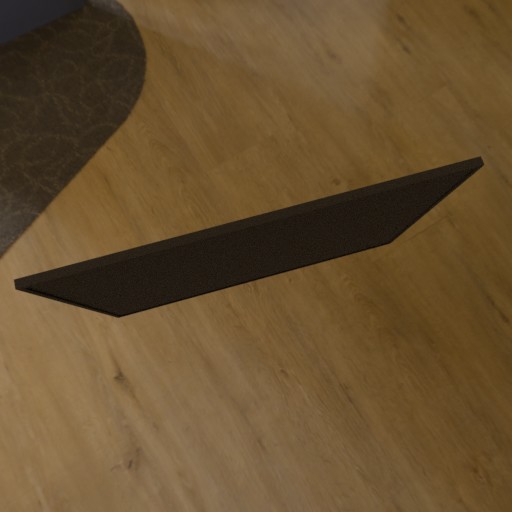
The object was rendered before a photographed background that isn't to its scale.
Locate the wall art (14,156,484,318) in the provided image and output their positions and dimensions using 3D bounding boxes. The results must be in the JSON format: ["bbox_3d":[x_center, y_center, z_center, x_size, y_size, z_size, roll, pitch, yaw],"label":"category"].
[{"bbox_3d":[0.000,0.000,1.479,1.190,0.805,0.028,-15,78,-3],"label":"wall art"}]
